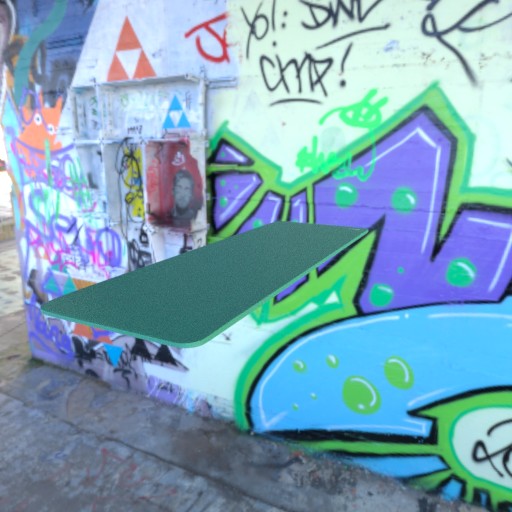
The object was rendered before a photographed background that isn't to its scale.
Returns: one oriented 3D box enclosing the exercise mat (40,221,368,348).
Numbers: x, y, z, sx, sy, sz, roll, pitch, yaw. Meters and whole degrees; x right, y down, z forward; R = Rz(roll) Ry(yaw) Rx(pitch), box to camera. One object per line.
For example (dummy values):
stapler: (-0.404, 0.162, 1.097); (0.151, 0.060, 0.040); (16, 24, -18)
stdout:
exercise mat: (0.000, 0.000, 2.064); (0.616, 0.021, 1.869); (7, 16, 27)
